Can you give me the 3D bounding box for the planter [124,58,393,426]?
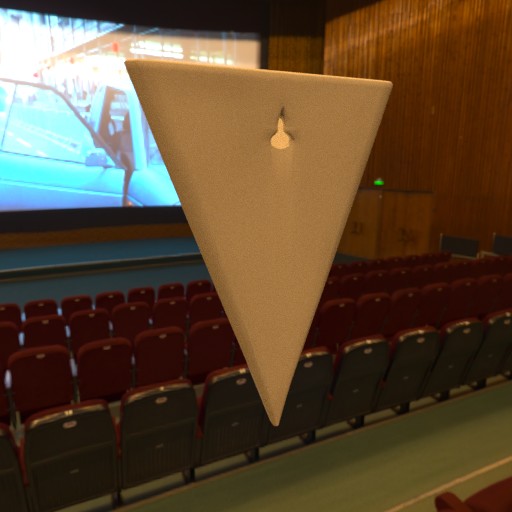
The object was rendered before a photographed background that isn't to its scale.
[{"bbox_3d":[0.000,0.000,0.264,0.150,0.197,0.060,-7,15,-26],"label":"planter"}]
